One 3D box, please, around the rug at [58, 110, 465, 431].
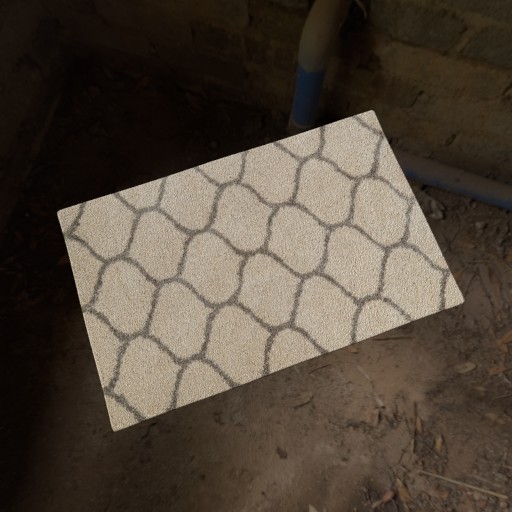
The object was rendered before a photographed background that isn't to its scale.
[{"bbox_3d":[0.000,0.000,2.946,2.348,0.024,1.501,-19,76,-5],"label":"rug"}]
